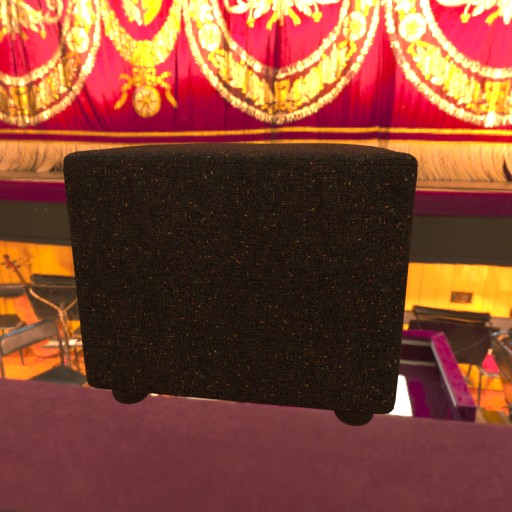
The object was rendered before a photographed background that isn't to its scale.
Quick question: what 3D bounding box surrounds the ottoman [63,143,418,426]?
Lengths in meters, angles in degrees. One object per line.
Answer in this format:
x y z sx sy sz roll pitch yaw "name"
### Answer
0.000 0.000 0.877 0.508 0.432 0.508 2 15 9 "ottoman"
